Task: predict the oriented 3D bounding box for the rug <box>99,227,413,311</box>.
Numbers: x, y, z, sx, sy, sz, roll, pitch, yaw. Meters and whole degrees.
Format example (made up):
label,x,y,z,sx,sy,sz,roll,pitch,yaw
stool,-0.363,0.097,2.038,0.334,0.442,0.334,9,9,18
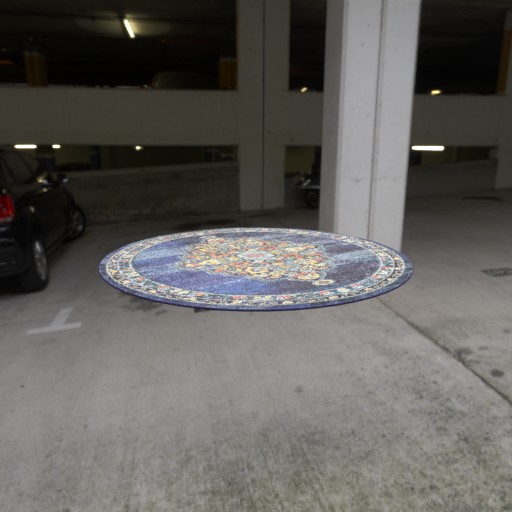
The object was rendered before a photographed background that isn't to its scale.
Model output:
label,x,y,z,sx,sy,sz,roll,pitch,yaw
rug,0.000,0.000,2.367,1.591,0.010,1.591,0,14,0
